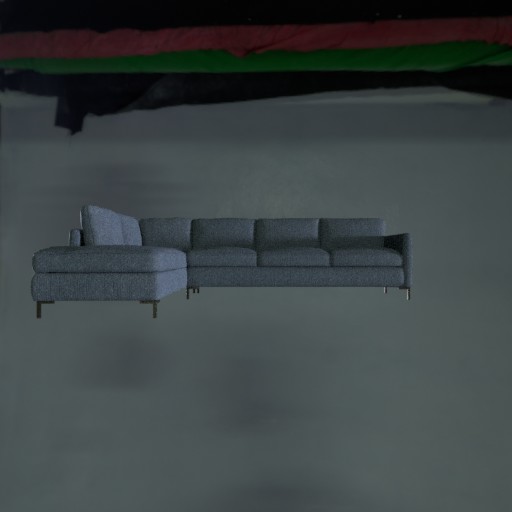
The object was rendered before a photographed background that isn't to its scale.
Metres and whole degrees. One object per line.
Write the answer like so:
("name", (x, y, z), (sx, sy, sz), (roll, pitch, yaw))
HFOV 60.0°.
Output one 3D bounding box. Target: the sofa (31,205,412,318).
("sofa", (0.000, 0.000, 3.858), (2.949, 0.815, 2.007), (0, 0, -1))
